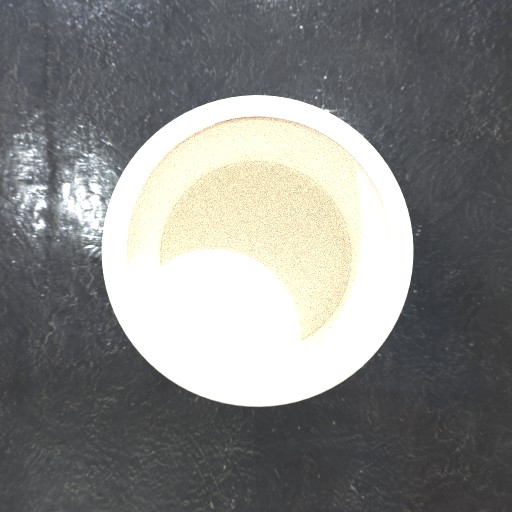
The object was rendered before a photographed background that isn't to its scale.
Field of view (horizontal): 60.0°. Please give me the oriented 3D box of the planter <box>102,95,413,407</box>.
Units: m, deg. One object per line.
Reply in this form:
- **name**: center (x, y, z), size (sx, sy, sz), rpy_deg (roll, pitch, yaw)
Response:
- **planter**: center (0.000, 0.000, 0.493), size (0.224, 0.358, 0.224), rpy_deg (0, 89, 0)
